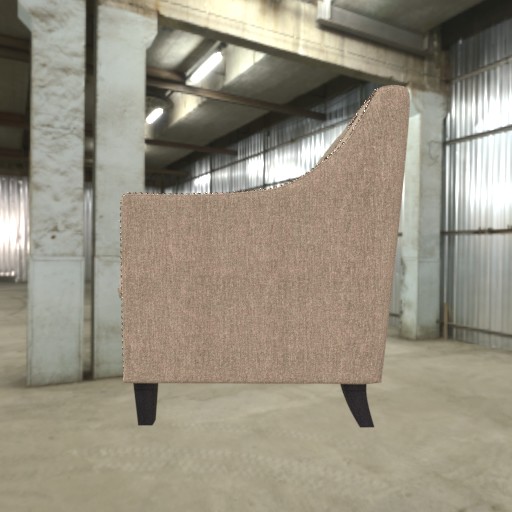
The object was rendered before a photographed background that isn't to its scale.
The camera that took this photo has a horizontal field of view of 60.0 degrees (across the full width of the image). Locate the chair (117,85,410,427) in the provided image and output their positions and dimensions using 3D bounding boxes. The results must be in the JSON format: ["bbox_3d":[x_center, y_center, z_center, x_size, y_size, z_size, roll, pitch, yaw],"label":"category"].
[{"bbox_3d":[0.000,0.000,1.615,0.884,0.967,0.776,0,0,0],"label":"chair"}]
